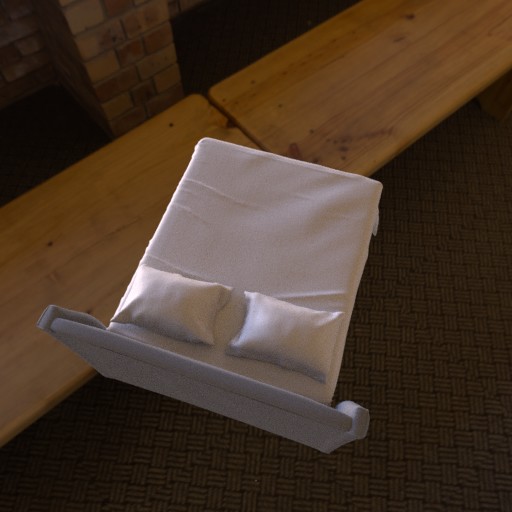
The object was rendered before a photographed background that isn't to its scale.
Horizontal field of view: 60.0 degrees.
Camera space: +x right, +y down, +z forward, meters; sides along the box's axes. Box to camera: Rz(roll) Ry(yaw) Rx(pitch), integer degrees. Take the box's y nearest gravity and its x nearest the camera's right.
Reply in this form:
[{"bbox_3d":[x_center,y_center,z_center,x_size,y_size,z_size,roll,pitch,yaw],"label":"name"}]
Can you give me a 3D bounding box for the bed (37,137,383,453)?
[{"bbox_3d":[0.000,0.000,3.431,1.925,1.332,2.276,16,64,8],"label":"bed"}]
